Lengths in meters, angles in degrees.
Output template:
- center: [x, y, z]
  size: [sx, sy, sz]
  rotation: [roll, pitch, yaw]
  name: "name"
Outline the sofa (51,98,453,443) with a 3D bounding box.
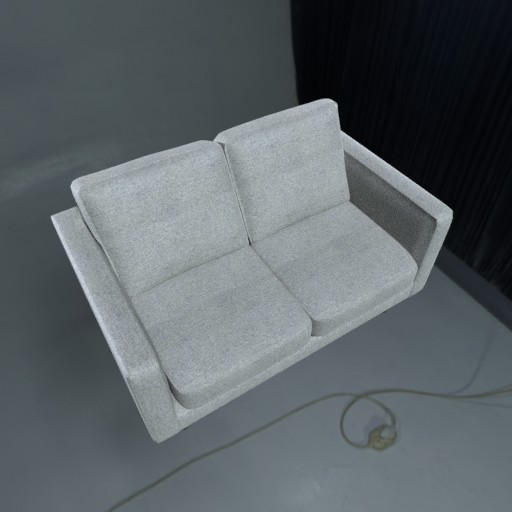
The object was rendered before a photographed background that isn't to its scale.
- center: [0.000, 0.000, 2.122]
  size: [1.527, 0.973, 0.969]
  rotation: [-25, 52, -21]
  name: "sofa"
